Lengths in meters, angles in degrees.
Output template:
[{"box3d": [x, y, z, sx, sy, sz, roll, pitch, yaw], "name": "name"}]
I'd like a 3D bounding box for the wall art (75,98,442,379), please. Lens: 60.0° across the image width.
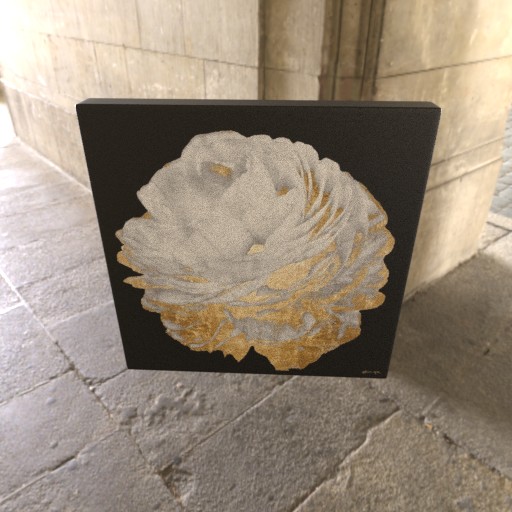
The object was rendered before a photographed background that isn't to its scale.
[{"box3d": [0.000, 0.000, 0.607, 0.406, 0.407, 0.041, 1, 30, 2], "name": "wall art"}]
